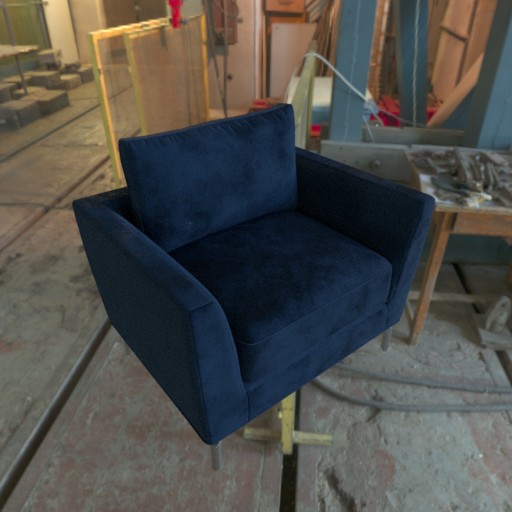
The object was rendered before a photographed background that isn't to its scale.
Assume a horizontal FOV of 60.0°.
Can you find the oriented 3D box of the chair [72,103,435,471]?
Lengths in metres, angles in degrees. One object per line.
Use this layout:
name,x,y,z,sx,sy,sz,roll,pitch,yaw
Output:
chair,0.000,0.000,1.580,0.977,0.893,0.746,-23,39,-32
